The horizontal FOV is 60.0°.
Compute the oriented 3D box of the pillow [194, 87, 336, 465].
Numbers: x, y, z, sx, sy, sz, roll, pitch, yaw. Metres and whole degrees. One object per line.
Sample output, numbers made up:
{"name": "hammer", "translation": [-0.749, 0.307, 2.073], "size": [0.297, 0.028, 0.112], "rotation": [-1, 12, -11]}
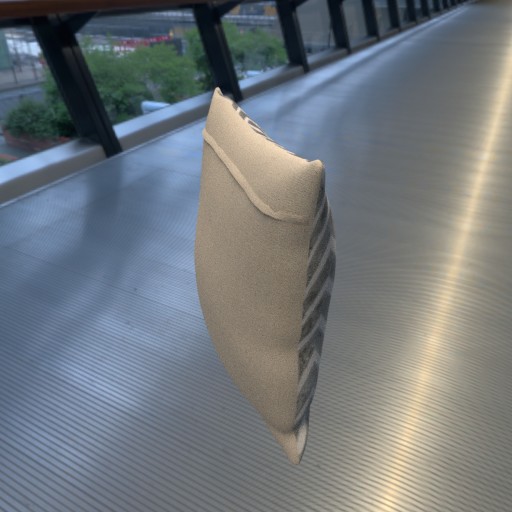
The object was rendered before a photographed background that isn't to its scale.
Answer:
{"name": "pillow", "translation": [0.000, 0.000, 0.693], "size": [0.182, 0.441, 0.440], "rotation": [-9, 32, -15]}
